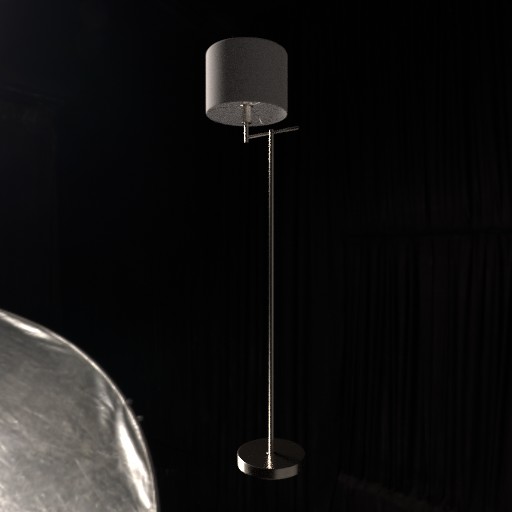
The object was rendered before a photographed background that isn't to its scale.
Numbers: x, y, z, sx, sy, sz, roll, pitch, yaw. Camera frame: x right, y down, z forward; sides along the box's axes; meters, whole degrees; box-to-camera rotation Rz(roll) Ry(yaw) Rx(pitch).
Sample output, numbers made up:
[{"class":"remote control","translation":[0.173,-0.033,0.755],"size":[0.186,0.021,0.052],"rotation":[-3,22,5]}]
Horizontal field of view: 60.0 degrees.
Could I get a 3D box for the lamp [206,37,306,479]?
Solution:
[{"class":"lamp","translation":[0.000,0.000,1.759],"size":[0.416,1.600,0.324],"rotation":[1,1,37]}]
